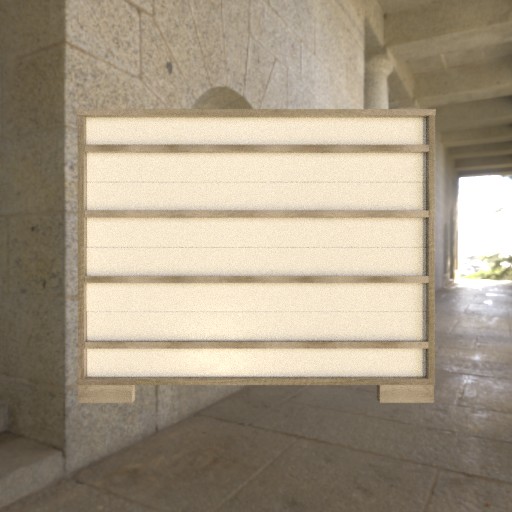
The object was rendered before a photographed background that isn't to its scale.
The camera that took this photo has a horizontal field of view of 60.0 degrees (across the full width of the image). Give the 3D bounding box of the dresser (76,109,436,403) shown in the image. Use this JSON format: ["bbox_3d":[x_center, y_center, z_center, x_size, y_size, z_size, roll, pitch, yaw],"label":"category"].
[{"bbox_3d":[0.000,0.000,1.429,0.994,0.816,0.404,0,0,0],"label":"dresser"}]
